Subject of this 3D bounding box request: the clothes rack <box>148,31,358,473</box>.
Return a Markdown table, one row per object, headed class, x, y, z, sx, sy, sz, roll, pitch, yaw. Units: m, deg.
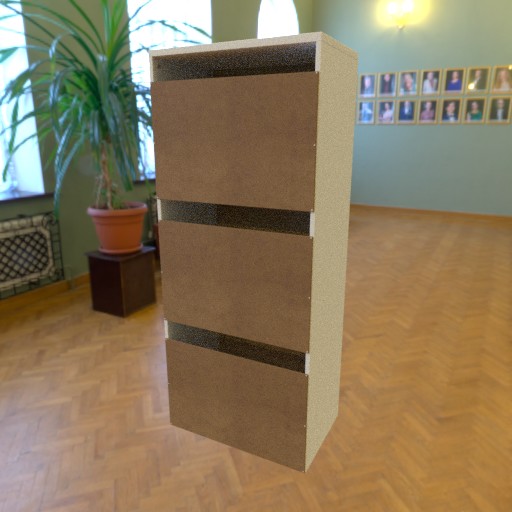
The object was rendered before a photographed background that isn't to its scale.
| class | x | y | z | sx | sy | sz | roll | pitch | yaw |
| --- | --- | --- | --- | --- | --- | --- | --- | --- | --- |
| clothes rack | 0.000 | 0.000 | 1.400 | 0.500 | 1.187 | 0.331 | 8 | 17 | 26 |
